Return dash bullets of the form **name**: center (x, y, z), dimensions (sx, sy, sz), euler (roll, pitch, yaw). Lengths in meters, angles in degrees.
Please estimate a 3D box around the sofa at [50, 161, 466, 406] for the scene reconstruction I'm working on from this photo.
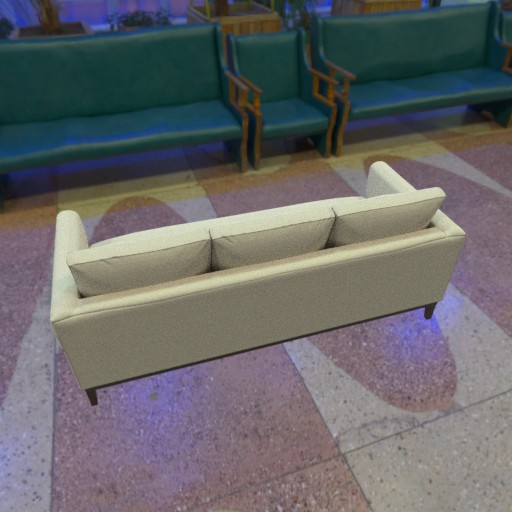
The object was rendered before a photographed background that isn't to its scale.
- **sofa**: center (0.000, 0.000, 2.664), dimensions (2.198, 0.911, 0.902), euler (-11, 40, -13)
